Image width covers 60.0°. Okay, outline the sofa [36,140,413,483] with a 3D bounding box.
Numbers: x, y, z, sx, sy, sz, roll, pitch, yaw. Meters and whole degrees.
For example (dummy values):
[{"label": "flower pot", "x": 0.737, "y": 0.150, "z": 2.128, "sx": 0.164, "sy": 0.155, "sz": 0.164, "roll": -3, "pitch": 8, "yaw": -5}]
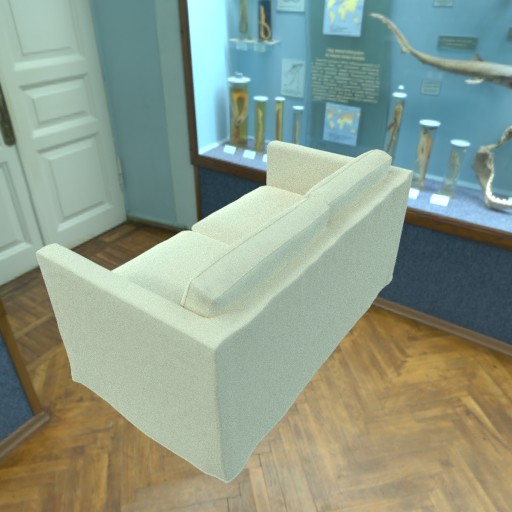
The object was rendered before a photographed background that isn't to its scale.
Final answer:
[{"label": "sofa", "x": 0.000, "y": 0.000, "z": 2.258, "sx": 0.962, "sy": 0.834, "sz": 1.746, "roll": 21, "pitch": 38, "yaw": 29}]
